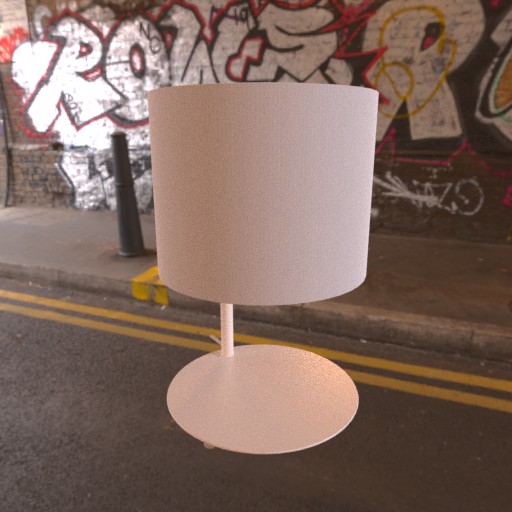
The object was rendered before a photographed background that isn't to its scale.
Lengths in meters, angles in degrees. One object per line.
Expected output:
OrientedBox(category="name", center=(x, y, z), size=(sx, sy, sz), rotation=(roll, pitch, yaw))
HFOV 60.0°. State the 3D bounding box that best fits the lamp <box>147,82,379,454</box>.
OrientedBox(category="lamp", center=(0.000, 0.000, 0.666), size=(0.299, 0.454, 0.341), rotation=(-9, 18, -28))
